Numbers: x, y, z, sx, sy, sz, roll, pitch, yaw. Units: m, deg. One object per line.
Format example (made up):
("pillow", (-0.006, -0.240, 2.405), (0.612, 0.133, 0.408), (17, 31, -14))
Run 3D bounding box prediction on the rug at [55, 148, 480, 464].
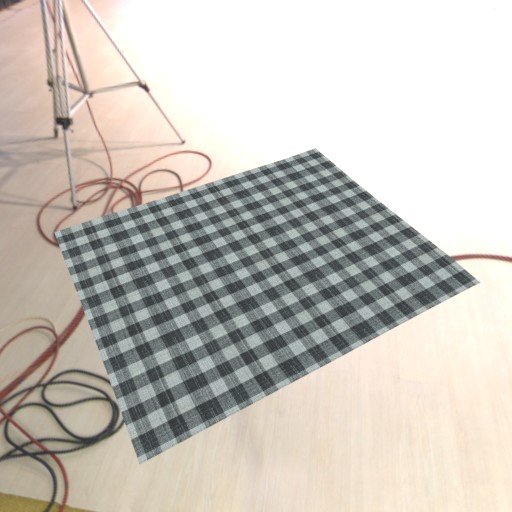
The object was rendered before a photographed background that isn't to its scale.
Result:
("rug", (0.000, 0.000, 3.988), (3.021, 0.013, 2.432), (-22, 49, -20))
